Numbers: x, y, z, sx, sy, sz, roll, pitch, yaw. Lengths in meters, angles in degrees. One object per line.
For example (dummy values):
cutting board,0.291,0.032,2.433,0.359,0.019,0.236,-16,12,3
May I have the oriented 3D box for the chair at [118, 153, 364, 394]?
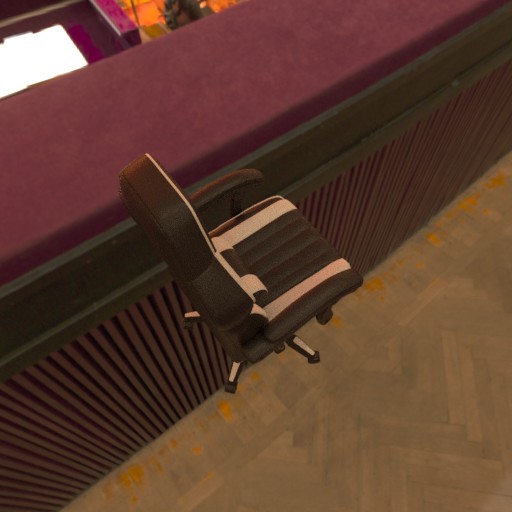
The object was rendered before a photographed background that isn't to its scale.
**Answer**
chair,0.000,0.000,1.628,0.700,1.200,0.676,-32,63,-18
